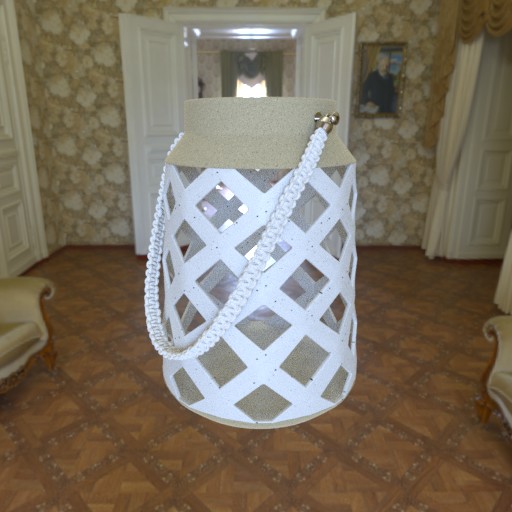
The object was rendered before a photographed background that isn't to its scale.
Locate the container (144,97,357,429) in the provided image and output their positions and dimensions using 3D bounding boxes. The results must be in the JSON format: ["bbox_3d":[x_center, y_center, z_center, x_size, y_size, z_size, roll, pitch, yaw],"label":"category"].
[{"bbox_3d":[0.000,0.000,0.347,0.163,0.229,0.172,15,22,42],"label":"container"}]
